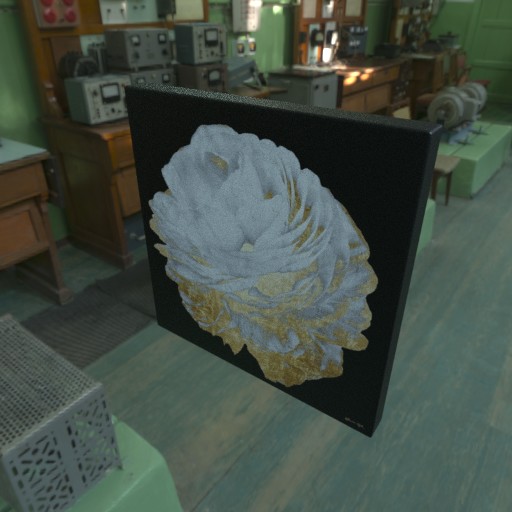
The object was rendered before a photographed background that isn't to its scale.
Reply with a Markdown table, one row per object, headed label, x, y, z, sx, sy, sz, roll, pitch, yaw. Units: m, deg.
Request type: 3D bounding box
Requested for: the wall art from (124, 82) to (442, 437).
| label | x | y | z | sx | sy | sz | roll | pitch | yaw |
| --- | --- | --- | --- | --- | --- | --- | --- | --- | --- |
| wall art | 0.000 | 0.000 | 0.603 | 0.406 | 0.407 | 0.041 | 20 | 36 | 30 |
